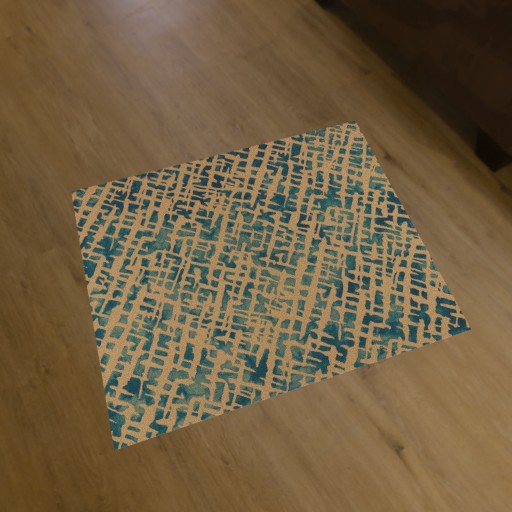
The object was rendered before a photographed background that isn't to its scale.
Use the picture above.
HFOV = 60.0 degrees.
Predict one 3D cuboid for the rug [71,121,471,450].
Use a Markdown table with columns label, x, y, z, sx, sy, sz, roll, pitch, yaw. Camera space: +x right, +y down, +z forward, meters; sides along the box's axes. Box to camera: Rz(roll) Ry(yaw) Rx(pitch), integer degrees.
| label | x | y | z | sx | sy | sz | roll | pitch | yaw |
| --- | --- | --- | --- | --- | --- | --- | --- | --- | --- |
| rug | 0.000 | 0.000 | 4.009 | 3.007 | 0.007 | 2.435 | -16 | 64 | -8 |
